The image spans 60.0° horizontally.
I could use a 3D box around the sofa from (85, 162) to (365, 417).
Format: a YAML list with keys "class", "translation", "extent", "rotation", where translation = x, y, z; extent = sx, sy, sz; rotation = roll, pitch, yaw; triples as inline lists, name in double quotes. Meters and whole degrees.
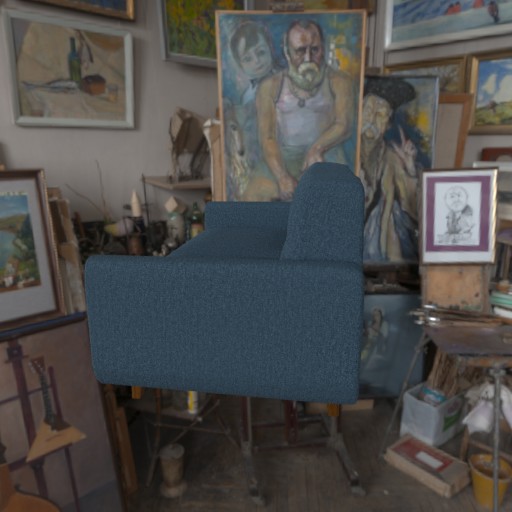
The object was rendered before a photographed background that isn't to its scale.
- class: "sofa"
  translation: [0.000, 0.000, 2.228]
  extent: [0.942, 0.896, 1.651]
  rotation: [2, 14, 9]
